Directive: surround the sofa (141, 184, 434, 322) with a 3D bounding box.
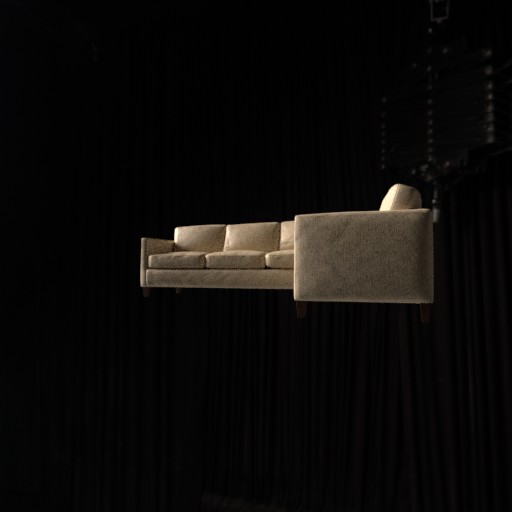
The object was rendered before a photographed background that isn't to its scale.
[{"bbox_3d":[0.000,0.000,4.569,3.302,0.947,2.593,-1,-2,19],"label":"sofa"}]
